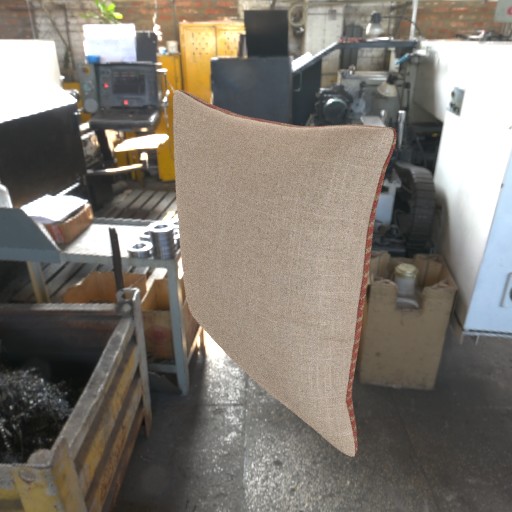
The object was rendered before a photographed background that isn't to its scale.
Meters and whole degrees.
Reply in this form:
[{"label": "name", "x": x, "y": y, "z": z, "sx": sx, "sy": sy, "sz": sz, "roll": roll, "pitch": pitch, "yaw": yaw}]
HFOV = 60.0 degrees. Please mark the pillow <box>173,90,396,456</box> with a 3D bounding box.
[{"label": "pillow", "x": 0.000, "y": 0.000, "z": 0.763, "sx": 0.182, "sy": 0.503, "sz": 0.511, "roll": -18, "pitch": 32, "yaw": -32}]
